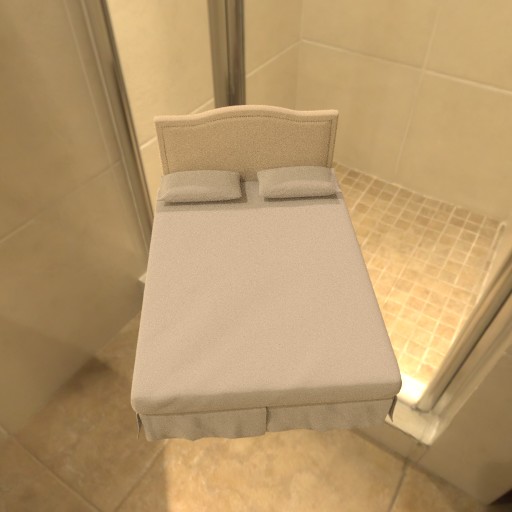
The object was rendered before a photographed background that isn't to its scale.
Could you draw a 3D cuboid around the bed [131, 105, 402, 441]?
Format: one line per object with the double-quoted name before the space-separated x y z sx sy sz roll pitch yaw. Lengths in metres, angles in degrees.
"bed" 0.000 0.000 3.712 1.977 1.437 2.477 -3 47 -3
